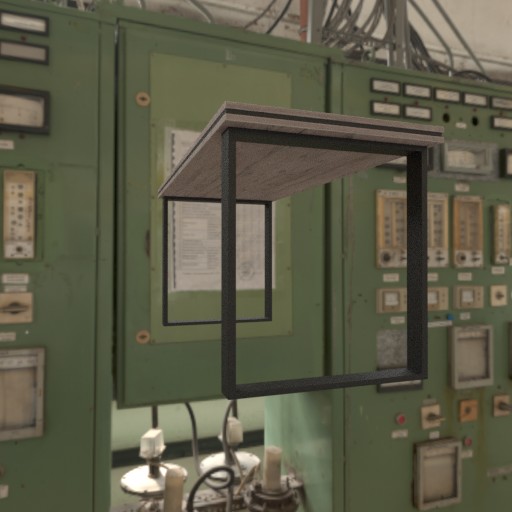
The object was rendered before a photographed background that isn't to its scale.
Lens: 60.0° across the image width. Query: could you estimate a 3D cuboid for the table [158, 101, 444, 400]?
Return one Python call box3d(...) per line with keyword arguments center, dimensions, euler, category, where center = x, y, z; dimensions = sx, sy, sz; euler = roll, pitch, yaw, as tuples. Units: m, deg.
box3d(center=(0.000, 0.000, 2.271), dimensions=(0.795, 0.899, 1.778), euler=(0, 0, -19), category="table")
